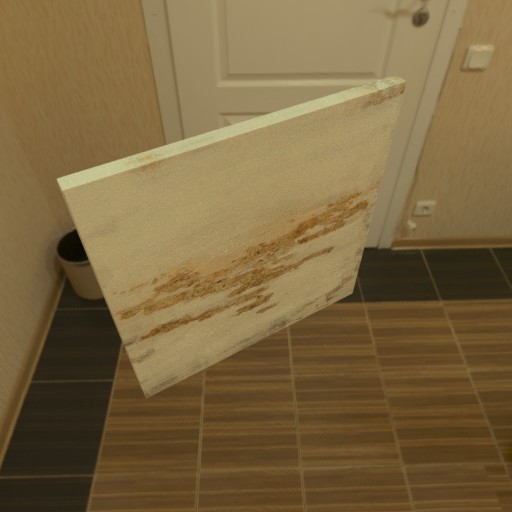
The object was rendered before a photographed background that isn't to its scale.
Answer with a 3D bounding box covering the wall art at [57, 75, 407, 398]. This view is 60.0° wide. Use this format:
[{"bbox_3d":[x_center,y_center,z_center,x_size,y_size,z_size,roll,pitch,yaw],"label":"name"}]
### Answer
[{"bbox_3d":[0.000,0.000,1.135,0.753,0.755,0.038,-23,51,-20],"label":"wall art"}]
